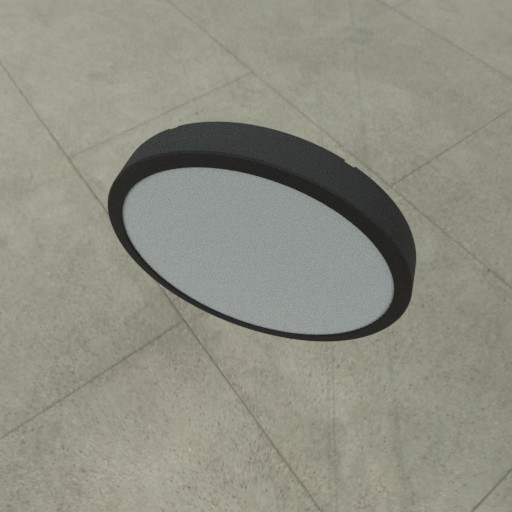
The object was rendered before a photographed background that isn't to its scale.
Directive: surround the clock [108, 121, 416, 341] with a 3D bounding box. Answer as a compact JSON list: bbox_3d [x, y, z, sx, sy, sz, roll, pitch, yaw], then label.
[{"bbox_3d":[0.000,0.000,0.432,0.293,0.293,0.040,15,59,10],"label":"clock"}]
